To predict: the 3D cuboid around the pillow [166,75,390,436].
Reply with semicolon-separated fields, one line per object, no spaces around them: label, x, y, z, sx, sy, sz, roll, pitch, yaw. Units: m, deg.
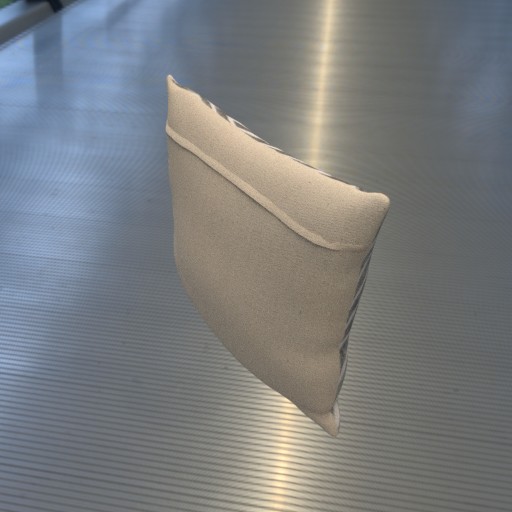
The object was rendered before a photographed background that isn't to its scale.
pillow;0.000;0.000;0.682;0.182;0.441;0.440;-27;48;-27
